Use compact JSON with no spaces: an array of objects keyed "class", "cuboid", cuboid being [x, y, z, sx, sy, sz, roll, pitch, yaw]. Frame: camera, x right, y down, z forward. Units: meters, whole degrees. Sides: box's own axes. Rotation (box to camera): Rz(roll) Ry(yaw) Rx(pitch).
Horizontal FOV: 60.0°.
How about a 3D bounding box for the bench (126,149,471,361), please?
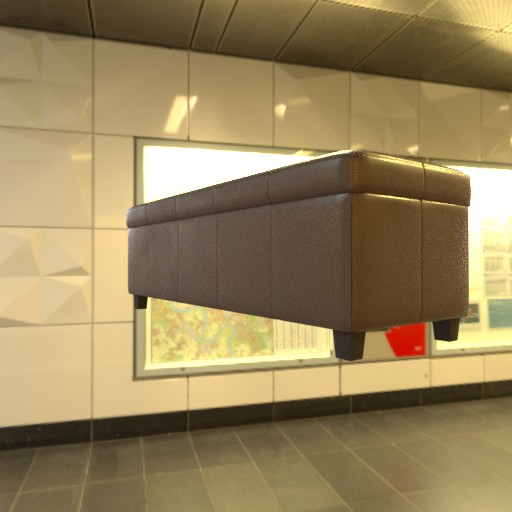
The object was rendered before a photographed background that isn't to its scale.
[{"class":"bench","cuboid":[0.000,0.000,1.430,0.450,0.417,1.219,0,-1,-36]}]
